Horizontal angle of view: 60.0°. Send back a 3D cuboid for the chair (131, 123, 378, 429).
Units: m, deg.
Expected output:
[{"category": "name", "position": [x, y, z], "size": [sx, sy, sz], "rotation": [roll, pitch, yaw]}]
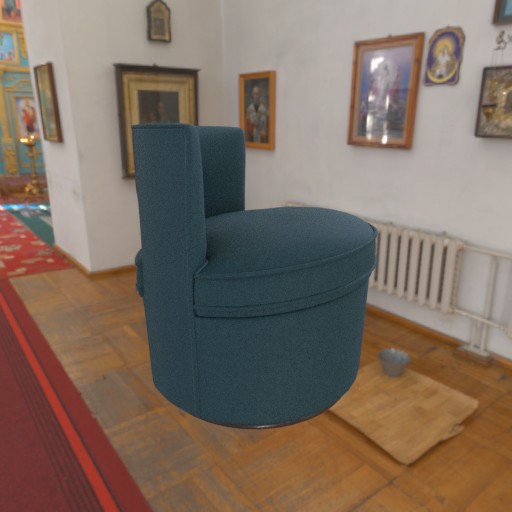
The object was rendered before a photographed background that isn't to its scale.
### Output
[{"category": "chair", "position": [0.000, 0.000, 1.250], "size": [0.660, 0.711, 0.684], "rotation": [2, 16, 8]}]
